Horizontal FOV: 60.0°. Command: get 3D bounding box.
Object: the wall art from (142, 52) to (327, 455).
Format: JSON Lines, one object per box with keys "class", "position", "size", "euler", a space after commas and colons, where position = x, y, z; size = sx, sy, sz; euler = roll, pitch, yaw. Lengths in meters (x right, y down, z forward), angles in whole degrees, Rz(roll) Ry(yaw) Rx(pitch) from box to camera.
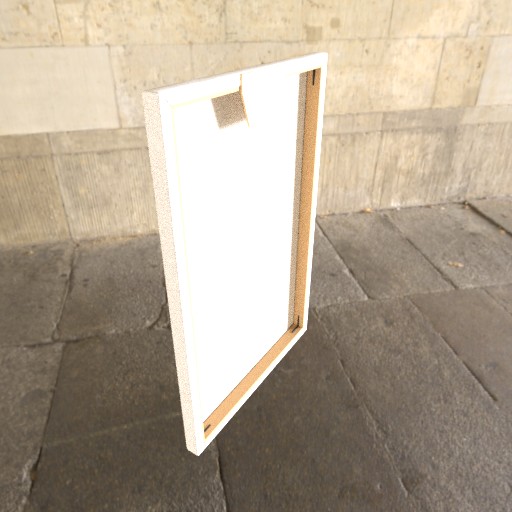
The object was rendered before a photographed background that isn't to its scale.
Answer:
{"class": "wall art", "position": [0.000, 0.000, 1.141], "size": [0.048, 0.902, 0.602], "euler": [19, 36, 28]}
